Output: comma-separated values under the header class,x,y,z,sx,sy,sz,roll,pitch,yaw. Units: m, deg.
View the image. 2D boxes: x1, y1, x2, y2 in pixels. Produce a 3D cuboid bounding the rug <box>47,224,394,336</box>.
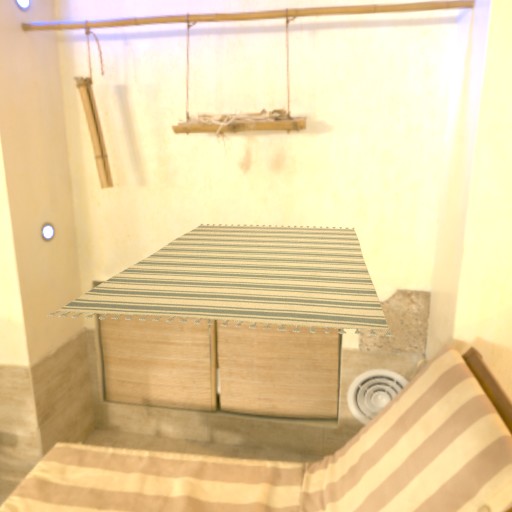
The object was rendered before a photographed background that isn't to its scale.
class,x,y,z,sx,sy,sz,roll,pitch,yaw
rug,0.000,0.000,2.512,1.222,0.009,2.084,2,14,9
